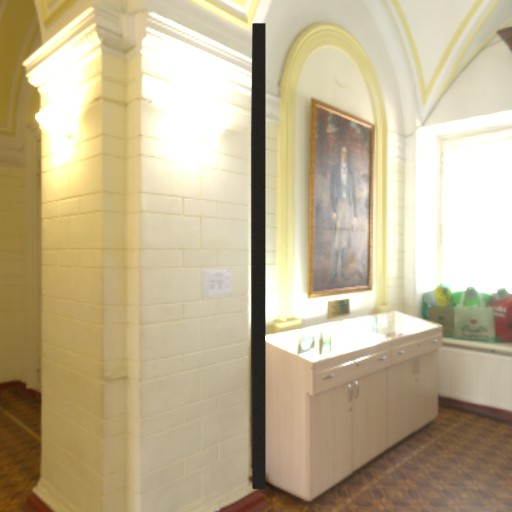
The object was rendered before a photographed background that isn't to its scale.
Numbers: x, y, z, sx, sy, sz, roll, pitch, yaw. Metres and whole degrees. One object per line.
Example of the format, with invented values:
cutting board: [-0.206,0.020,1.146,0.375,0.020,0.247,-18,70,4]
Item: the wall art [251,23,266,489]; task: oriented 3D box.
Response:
wall art: [0.000,0.000,0.499,0.010,0.361,0.311,0,0,-1]
